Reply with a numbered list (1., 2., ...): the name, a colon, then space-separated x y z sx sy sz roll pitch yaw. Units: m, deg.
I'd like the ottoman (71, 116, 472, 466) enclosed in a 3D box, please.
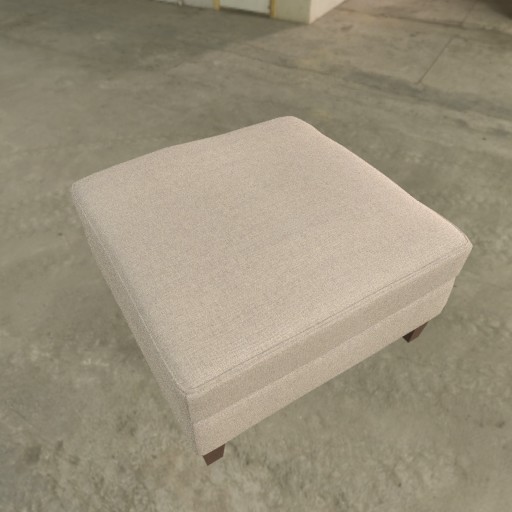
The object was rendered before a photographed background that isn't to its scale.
1. ottoman: 0.000 0.000 1.351 0.838 0.481 0.838 -23 49 -22
